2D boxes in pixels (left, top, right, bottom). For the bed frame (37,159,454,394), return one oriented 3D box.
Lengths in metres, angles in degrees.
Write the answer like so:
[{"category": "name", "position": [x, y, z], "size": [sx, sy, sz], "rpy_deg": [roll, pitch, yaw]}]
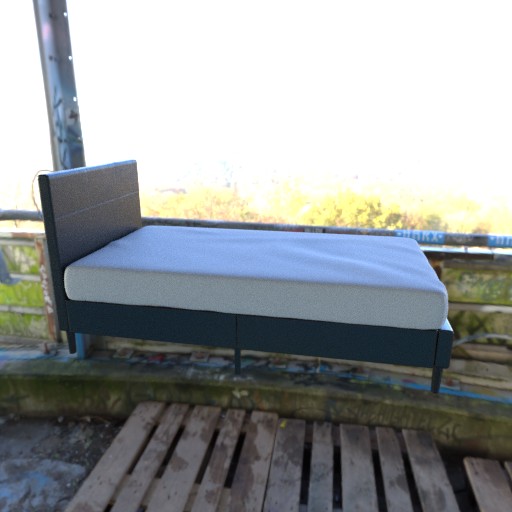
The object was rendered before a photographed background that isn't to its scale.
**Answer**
[{"category": "bed frame", "position": [0.000, 0.000, 2.555], "size": [2.152, 1.046, 1.038], "rpy_deg": [3, 17, 11]}]
